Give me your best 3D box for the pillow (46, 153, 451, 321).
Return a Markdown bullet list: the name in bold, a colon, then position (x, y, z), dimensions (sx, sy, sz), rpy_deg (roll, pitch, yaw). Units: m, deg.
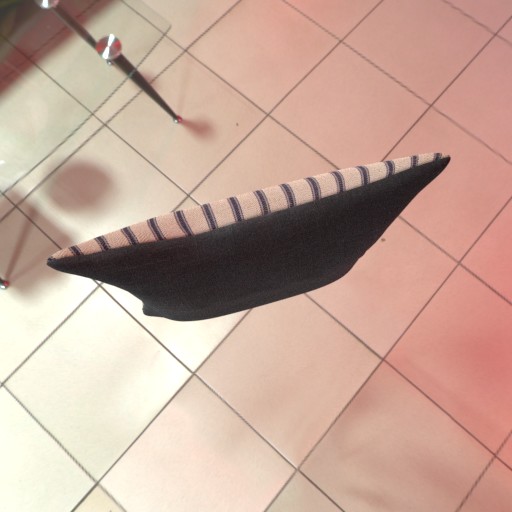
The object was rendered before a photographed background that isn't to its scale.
- **pillow**: position (0.000, 0.000, 0.696), dimensions (0.468, 0.444, 0.138), rpy_deg (-15, 76, -4)
